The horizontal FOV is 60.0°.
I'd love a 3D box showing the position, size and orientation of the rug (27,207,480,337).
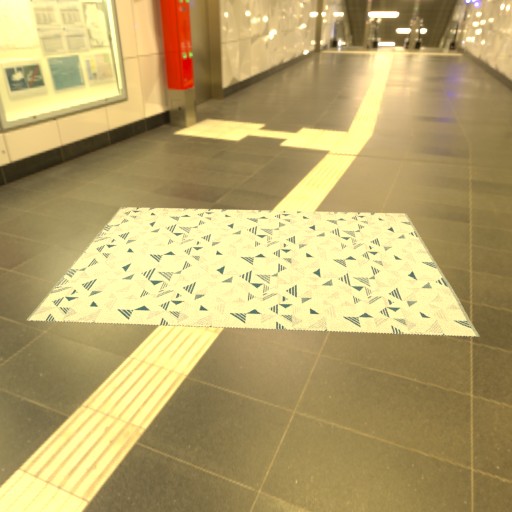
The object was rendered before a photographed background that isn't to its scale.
[{"bbox_3d":[0.000,0.000,2.306,1.835,0.003,1.206,2,29,3],"label":"rug"}]
